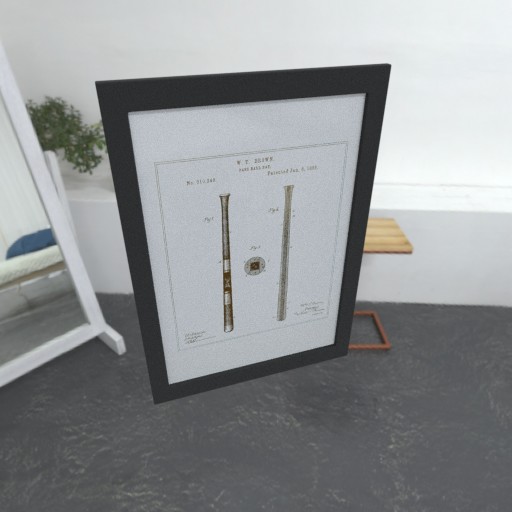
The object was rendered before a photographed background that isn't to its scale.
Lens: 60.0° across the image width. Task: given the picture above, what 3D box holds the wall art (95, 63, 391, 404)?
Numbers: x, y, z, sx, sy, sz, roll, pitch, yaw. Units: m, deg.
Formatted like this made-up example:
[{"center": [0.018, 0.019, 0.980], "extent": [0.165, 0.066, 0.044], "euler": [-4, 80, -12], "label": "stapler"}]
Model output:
[{"center": [0.000, 0.000, 0.680], "extent": [0.374, 0.529, 0.012], "euler": [-10, 34, -16], "label": "wall art"}]
